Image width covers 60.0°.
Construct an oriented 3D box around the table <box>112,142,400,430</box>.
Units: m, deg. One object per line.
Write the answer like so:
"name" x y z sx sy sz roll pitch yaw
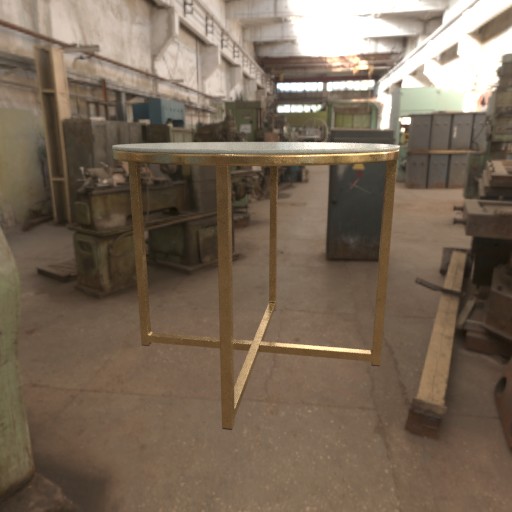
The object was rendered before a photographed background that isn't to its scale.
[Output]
"table" 0.000 0.000 0.862 0.500 0.420 0.500 0 15 0
